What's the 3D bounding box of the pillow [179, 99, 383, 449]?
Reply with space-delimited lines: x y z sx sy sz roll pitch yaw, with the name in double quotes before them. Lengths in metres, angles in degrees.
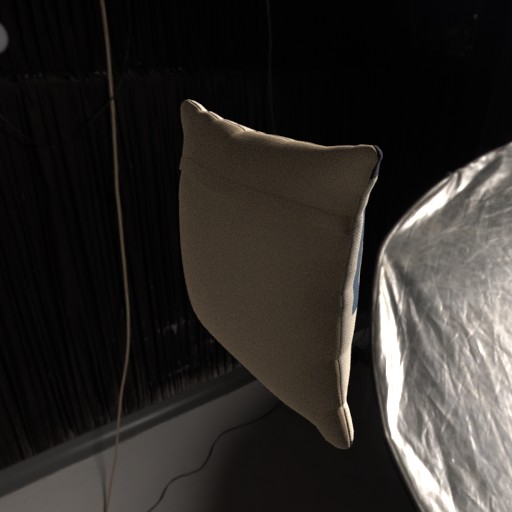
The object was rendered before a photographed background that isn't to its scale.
"pillow" 0.000 0.000 0.820 0.229 0.506 0.536 -17 30 -31
